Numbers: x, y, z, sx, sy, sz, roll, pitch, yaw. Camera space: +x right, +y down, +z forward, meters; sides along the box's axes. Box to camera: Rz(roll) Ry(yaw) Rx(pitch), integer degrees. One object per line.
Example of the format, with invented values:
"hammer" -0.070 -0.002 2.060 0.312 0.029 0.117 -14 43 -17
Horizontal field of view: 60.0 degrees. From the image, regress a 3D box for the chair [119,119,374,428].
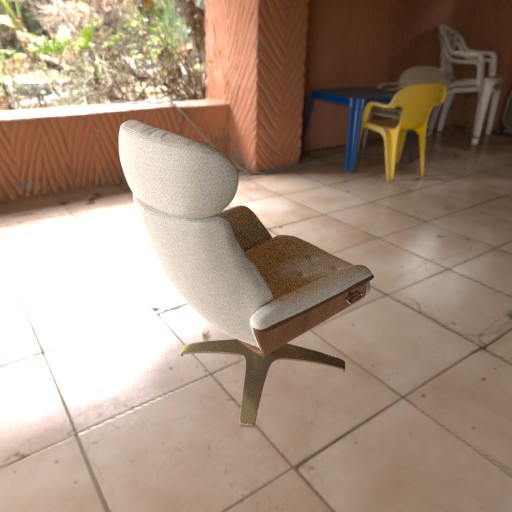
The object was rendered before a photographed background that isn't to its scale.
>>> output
"chair" 0.000 0.000 1.624 0.837 0.995 0.785 -18 31 -32
